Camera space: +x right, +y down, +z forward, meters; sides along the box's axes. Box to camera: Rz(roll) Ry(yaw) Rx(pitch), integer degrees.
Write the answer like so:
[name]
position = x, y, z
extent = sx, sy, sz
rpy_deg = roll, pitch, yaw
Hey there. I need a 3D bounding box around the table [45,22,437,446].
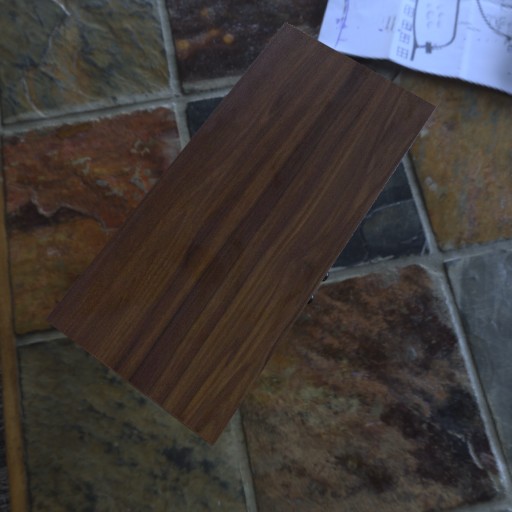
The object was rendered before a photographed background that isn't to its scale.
[table]
position = 0.000, 0.000, 1.220
extent = 0.390, 0.725, 0.802
rpy_deg = 33, 77, 9
